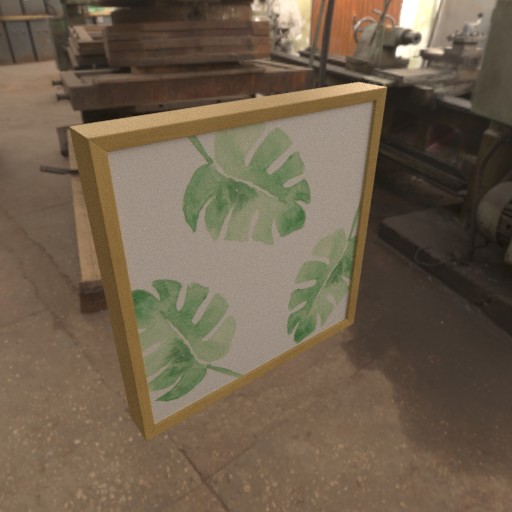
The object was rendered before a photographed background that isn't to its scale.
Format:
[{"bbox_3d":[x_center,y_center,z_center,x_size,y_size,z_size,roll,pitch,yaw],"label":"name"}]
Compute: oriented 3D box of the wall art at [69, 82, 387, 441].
[{"bbox_3d":[0.000,0.000,0.458,0.305,0.305,0.038,-21,37,-31],"label":"wall art"}]
